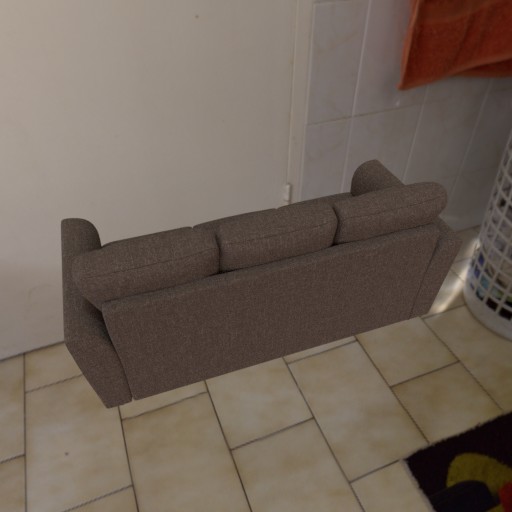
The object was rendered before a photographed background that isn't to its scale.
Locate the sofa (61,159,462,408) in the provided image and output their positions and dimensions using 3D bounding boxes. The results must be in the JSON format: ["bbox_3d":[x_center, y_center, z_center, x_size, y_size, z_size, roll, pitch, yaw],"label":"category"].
[{"bbox_3d":[0.000,0.000,2.328,1.847,0.891,0.837,-13,44,-14],"label":"sofa"}]
